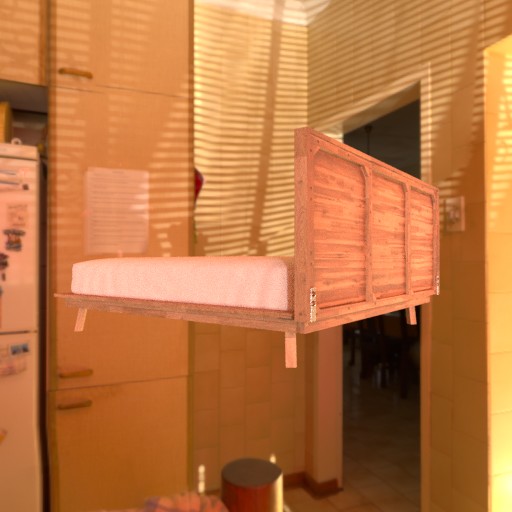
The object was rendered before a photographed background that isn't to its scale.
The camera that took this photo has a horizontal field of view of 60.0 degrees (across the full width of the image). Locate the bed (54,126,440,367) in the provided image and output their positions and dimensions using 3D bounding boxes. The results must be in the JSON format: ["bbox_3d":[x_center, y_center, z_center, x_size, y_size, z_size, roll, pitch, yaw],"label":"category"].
[{"bbox_3d":[0.000,0.000,3.418,2.167,1.100,2.116,0,-1,37],"label":"bed"}]
